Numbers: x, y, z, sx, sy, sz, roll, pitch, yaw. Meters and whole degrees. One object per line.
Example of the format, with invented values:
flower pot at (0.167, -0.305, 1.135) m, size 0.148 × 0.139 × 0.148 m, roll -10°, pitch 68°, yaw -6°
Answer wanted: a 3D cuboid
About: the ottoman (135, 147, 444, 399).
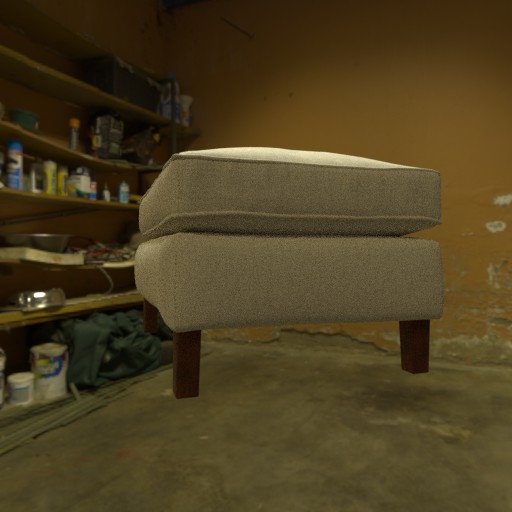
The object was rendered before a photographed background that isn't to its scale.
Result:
ottoman at (0.000, 0.000, 0.984) m, size 0.501 × 0.406 × 0.665 m, roll 0°, pitch 0°, yaw -19°
